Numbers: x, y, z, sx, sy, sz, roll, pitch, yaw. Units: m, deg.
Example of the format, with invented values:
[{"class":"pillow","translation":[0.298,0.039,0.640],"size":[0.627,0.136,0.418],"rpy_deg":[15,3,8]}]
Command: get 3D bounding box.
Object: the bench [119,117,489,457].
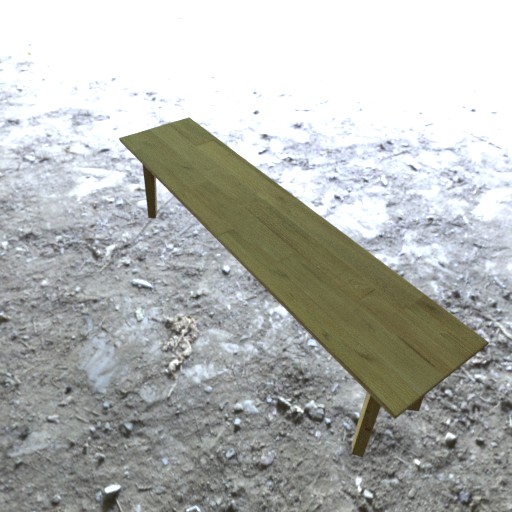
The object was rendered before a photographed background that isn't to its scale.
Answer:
[{"class":"bench","translation":[0.000,0.000,1.798],"size":[0.378,0.431,1.698],"rpy_deg":[-26,49,-25]}]
